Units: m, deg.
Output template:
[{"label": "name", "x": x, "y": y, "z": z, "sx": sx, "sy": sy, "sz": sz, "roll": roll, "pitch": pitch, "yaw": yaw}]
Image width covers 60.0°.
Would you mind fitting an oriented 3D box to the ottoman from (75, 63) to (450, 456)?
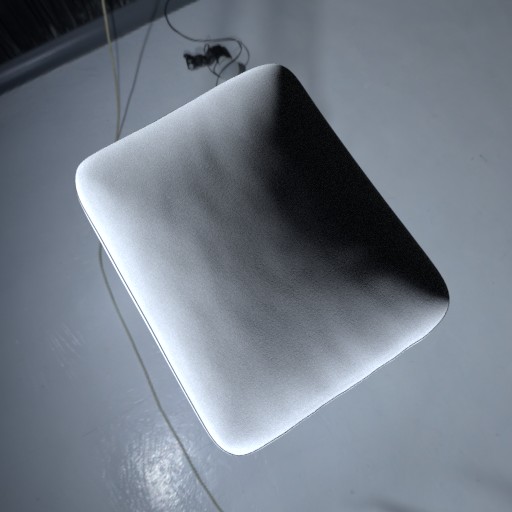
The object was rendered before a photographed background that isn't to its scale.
[{"label": "ottoman", "x": 0.000, "y": 0.000, "z": 1.135, "sx": 0.593, "sy": 0.478, "sz": 0.747, "roll": -31, "pitch": 78, "yaw": -7}]
